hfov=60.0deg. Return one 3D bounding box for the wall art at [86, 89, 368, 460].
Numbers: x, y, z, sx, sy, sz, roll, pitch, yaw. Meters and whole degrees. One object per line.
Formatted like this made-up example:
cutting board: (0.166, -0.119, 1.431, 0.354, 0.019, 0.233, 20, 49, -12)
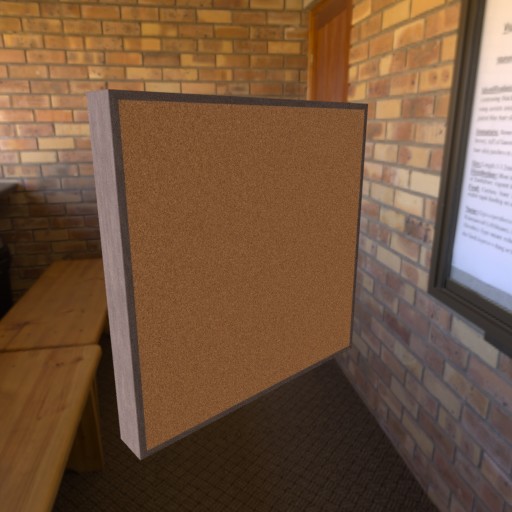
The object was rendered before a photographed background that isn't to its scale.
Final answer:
wall art: (0.000, 0.000, 0.452, 0.303, 0.302, 0.038, -14, 21, -40)
